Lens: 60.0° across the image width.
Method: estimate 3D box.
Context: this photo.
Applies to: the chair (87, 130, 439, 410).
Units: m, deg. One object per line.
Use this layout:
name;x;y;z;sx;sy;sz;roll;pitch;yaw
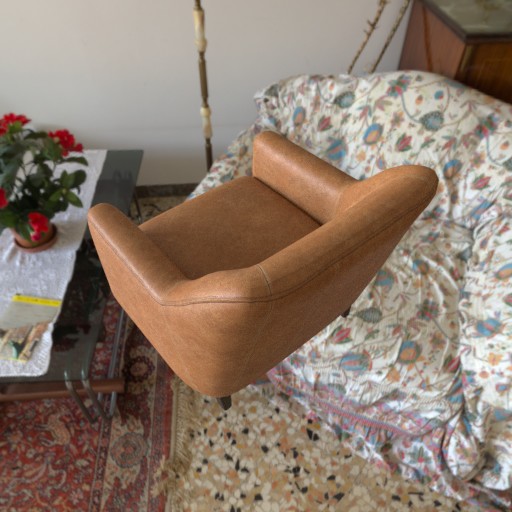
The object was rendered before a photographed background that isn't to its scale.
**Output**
chair;0.000;0.000;1.885;1.037;0.980;1.034;-31;53;-27
